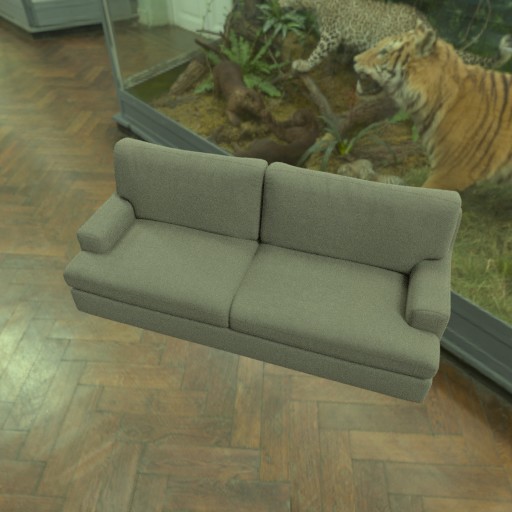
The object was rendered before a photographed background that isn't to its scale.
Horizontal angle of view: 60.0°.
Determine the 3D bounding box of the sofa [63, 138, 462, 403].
[{"bbox_3d":[0.000,0.000,2.836,2.354,0.980,0.962,12,43,13],"label":"sofa"}]
